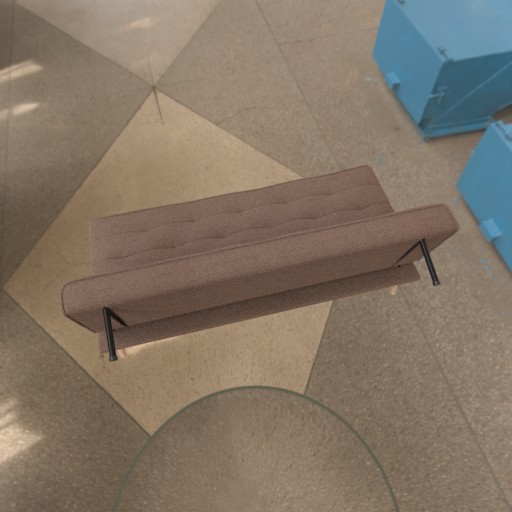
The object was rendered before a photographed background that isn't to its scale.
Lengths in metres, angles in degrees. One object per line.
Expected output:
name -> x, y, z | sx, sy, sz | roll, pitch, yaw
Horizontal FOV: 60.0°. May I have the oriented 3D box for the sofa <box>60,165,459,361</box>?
sofa -> 0.000, 0.000, 2.411 | 1.820, 0.810, 1.038 | -12, 59, -7
